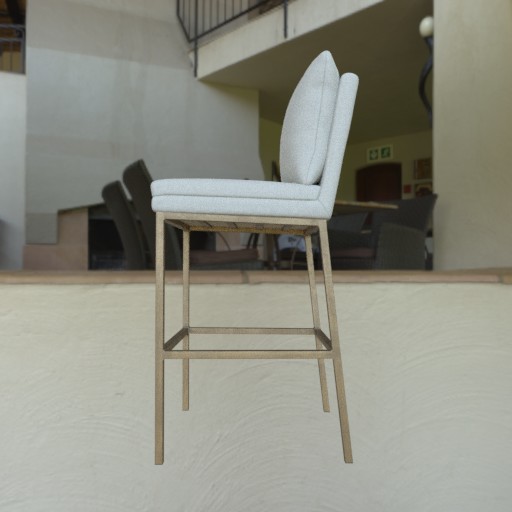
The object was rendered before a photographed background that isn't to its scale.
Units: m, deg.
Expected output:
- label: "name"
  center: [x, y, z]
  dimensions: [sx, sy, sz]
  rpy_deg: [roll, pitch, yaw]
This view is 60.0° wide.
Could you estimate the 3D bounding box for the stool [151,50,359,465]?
- label: "stool"
  center: [0.000, 0.000, 1.420]
  dimensions: [0.572, 1.125, 0.463]
  rpy_deg: [0, 0, 0]
